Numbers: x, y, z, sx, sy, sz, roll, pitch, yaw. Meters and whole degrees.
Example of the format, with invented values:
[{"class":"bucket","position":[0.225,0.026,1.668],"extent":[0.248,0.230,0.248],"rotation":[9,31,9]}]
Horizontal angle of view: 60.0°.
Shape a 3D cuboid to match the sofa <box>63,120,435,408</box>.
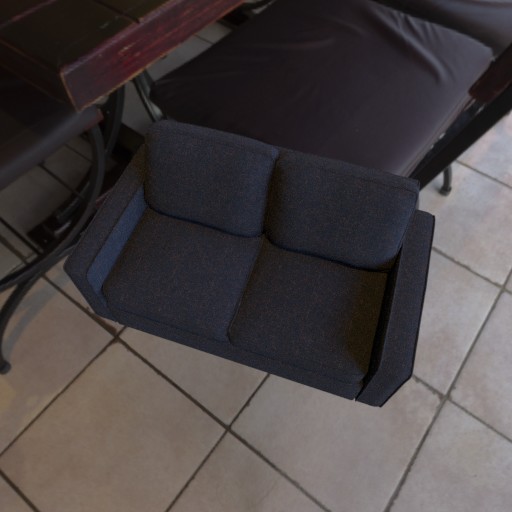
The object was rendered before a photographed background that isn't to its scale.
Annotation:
[{"class":"sofa","position":[0.000,0.000,2.354],"extent":[1.709,0.918,0.947],"rotation":[16,59,10]}]
